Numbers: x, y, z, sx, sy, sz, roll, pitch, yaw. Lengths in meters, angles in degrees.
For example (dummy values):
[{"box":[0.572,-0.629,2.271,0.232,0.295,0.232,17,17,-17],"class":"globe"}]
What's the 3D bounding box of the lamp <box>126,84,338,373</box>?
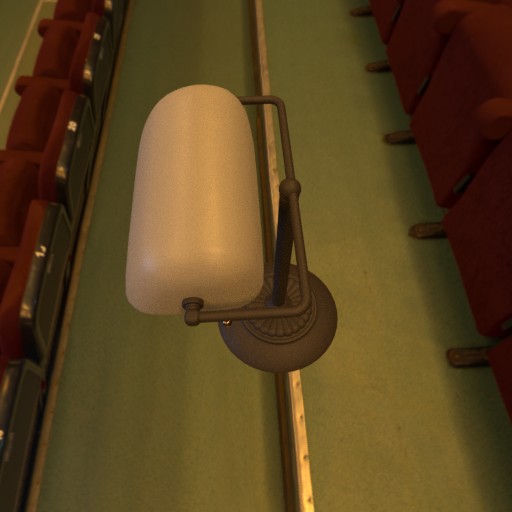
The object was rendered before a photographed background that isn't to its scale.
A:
[{"box":[0.000,0.000,0.517,0.243,0.339,0.264,-3,59,-2],"class":"lamp"}]
